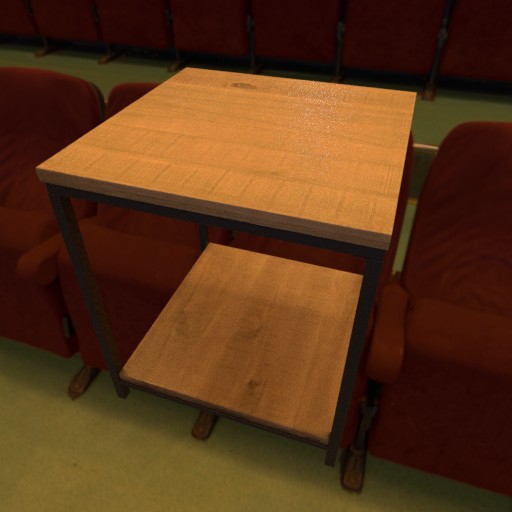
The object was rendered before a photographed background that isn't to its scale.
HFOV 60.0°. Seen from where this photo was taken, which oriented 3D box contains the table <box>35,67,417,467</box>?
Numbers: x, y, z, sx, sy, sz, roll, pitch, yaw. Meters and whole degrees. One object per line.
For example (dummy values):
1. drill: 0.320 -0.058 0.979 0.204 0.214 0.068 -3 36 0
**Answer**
1. table: 0.000 0.000 0.952 0.507 0.589 0.503 12 41 14
